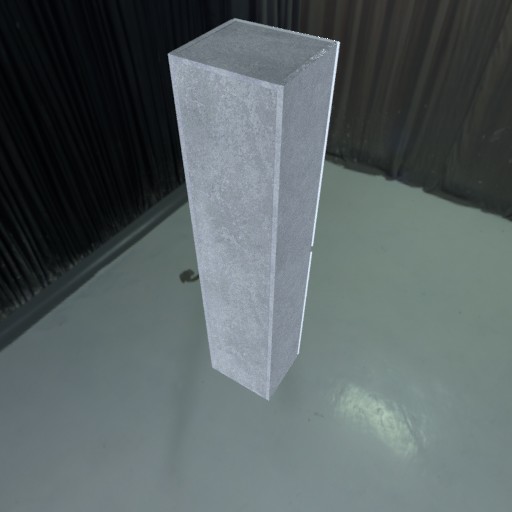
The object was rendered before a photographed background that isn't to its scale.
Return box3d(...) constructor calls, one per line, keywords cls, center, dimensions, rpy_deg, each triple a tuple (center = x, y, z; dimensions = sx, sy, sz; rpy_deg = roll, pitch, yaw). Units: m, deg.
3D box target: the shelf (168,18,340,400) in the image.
box3d(cls="shelf", center=(0.000, 0.000, 1.532), dimensions=(0.300, 1.400, 0.270), rpy_deg=(24, 51, 21))
